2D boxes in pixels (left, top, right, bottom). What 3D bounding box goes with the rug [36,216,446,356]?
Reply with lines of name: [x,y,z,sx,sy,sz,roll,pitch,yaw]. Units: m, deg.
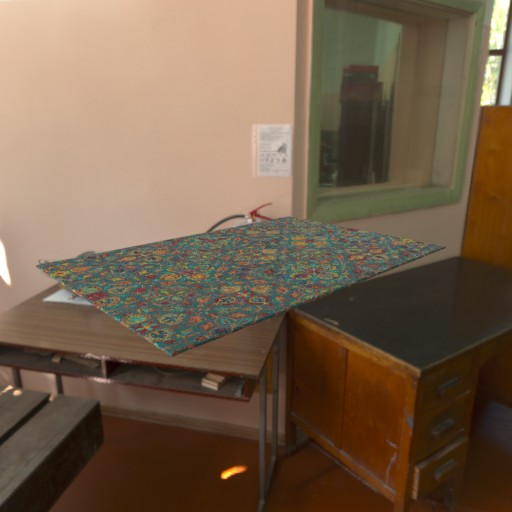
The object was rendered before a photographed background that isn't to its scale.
rug: [0.000,0.000,2.939,2.290,0.016,1.527,-15,22,-41]
